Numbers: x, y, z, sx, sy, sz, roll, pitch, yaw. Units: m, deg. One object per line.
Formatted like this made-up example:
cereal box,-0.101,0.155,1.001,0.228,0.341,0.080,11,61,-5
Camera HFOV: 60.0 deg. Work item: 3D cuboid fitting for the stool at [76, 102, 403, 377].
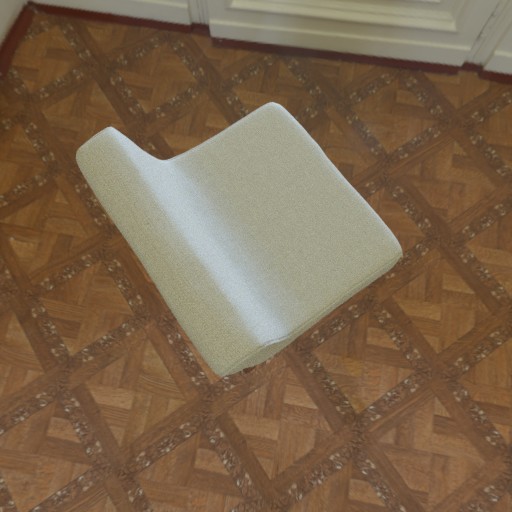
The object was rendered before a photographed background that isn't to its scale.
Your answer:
stool,0.000,0.000,1.233,0.500,0.937,0.511,-34,76,-10
